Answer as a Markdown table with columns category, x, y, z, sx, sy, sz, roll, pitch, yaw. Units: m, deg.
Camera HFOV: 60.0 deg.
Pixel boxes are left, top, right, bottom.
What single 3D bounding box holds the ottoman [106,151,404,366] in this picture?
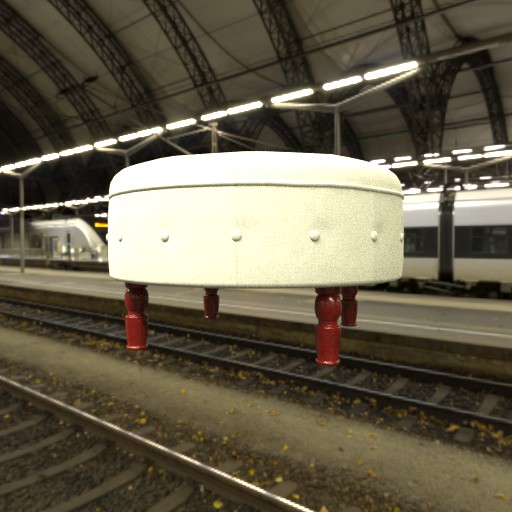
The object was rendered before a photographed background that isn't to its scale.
| category | x | y | z | sx | sy | sz | roll | pitch | yaw |
| --- | --- | --- | --- | --- | --- | --- | --- | --- | --- |
| ottoman | 0.000 | 0.000 | 1.342 | 0.850 | 0.483 | 0.850 | 0 | 1 | 0 |
